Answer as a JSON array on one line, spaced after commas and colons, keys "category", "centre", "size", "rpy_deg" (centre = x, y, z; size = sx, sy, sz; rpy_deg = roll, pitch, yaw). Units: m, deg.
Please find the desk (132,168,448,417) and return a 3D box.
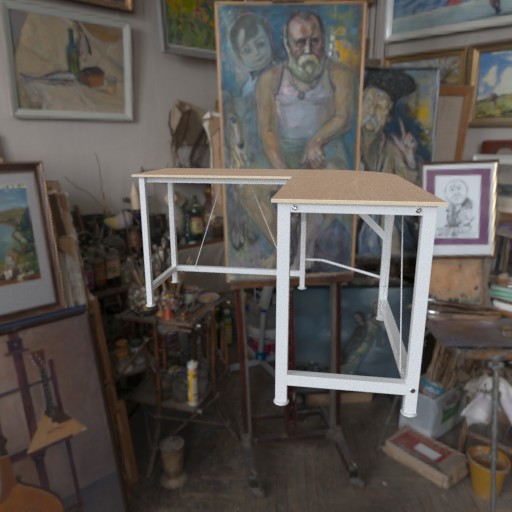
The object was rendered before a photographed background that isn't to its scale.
[{"category": "desk", "centre": [0.000, 0.000, 2.218], "size": [1.400, 0.762, 1.400], "rpy_deg": [2, 15, 9]}]
